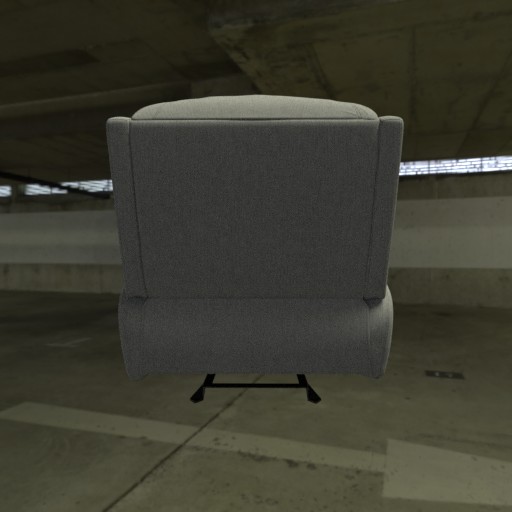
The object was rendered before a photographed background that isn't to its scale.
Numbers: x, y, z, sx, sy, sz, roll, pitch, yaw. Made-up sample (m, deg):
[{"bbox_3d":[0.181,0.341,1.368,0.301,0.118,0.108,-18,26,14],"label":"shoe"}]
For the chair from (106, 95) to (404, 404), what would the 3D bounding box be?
[{"bbox_3d":[0.000,0.000,1.718,0.930,1.011,0.899,0,0,1],"label":"chair"}]
